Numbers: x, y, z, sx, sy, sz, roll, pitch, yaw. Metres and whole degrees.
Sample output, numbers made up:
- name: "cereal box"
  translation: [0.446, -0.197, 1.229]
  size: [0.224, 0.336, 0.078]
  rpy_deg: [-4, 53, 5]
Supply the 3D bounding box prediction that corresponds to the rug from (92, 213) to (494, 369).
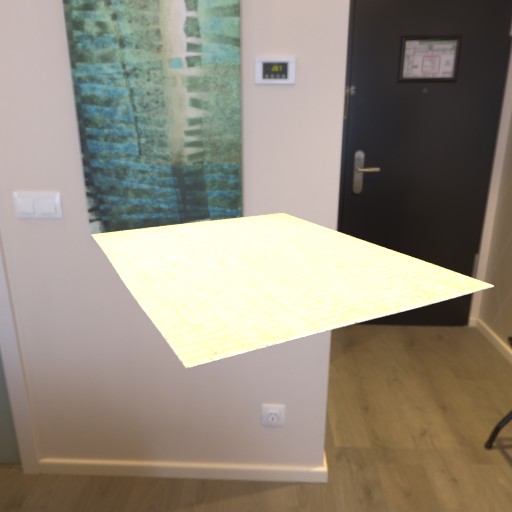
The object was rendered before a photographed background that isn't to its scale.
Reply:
- name: "rug"
  translation: [0.000, 0.000, 4.071]
  size: [2.447, 0.014, 3.061]
  rpy_deg: [-9, 19, -27]
